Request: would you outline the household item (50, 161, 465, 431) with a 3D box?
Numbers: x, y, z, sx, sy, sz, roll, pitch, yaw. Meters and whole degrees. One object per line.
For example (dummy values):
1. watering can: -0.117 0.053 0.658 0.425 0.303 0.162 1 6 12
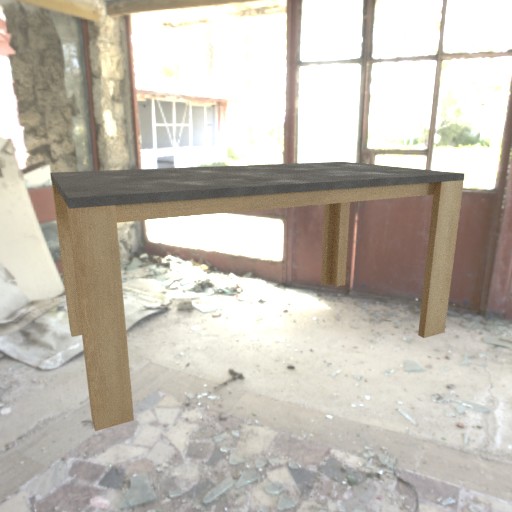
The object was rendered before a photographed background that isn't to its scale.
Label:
1. household item: 0.000 0.000 2.040 1.600 0.755 0.850 -8 18 -26
